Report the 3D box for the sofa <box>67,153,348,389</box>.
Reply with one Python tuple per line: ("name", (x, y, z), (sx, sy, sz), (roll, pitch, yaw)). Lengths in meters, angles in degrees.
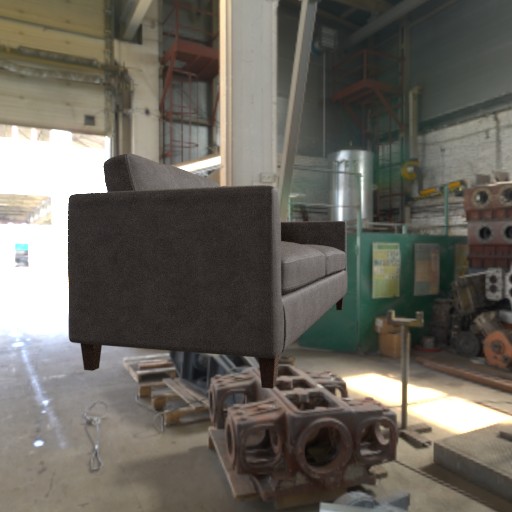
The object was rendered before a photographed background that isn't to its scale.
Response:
("sofa", (0.000, 0.000, 2.878), (0.951, 0.965, 2.434), (0, 1, 18))
